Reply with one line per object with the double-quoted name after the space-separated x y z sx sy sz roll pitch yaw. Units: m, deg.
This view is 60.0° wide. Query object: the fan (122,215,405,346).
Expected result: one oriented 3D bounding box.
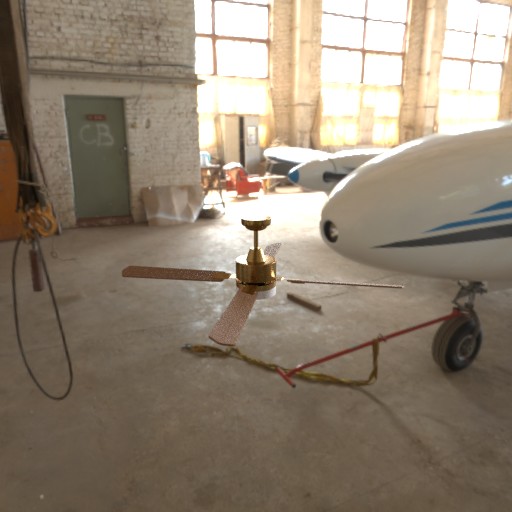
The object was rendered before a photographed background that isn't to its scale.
0.000 0.000 2.017 1.320 0.355 1.320 3 16 10 "fan"
